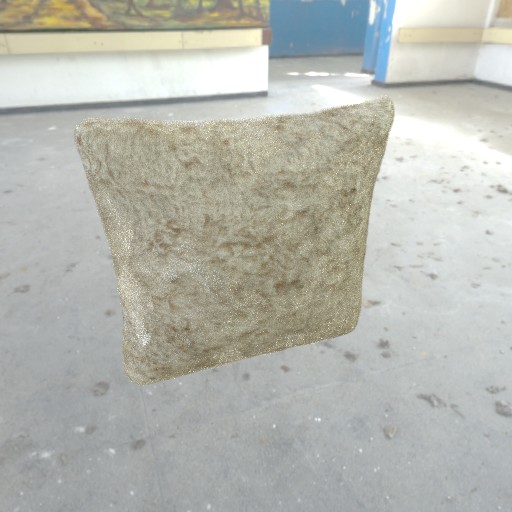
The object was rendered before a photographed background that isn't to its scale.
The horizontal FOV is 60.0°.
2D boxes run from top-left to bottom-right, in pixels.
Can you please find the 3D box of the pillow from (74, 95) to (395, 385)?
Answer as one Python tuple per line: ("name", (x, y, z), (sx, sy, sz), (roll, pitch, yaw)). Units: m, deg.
("pillow", (0.000, 0.000, 0.811), (0.538, 0.525, 0.216), (-10, 32, -17))
